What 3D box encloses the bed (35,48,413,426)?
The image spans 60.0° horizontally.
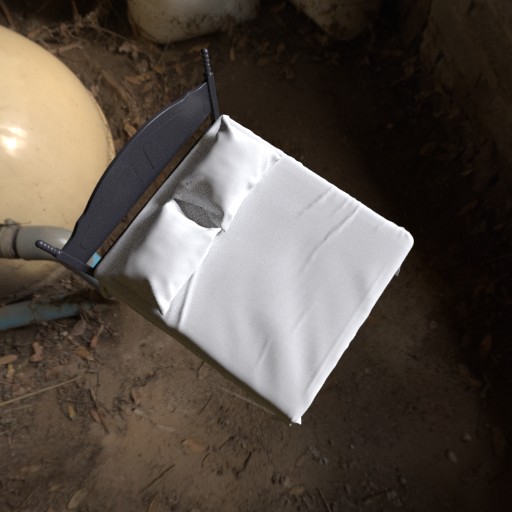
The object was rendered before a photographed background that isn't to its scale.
[{"bbox_3d":[0.000,0.000,3.254,2.040,1.356,1.873,35,79,8],"label":"bed"}]
